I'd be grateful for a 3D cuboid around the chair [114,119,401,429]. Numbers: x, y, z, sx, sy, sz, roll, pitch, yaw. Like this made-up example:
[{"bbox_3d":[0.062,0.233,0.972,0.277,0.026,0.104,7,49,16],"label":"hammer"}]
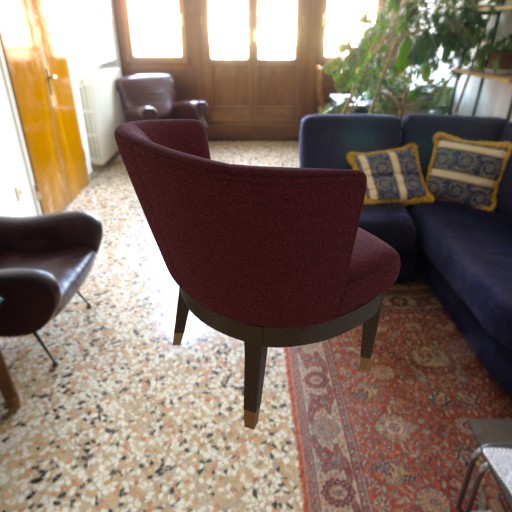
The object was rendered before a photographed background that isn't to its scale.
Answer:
[{"bbox_3d":[0.000,0.000,1.296,0.660,0.760,0.700,-19,33,-32],"label":"chair"}]
